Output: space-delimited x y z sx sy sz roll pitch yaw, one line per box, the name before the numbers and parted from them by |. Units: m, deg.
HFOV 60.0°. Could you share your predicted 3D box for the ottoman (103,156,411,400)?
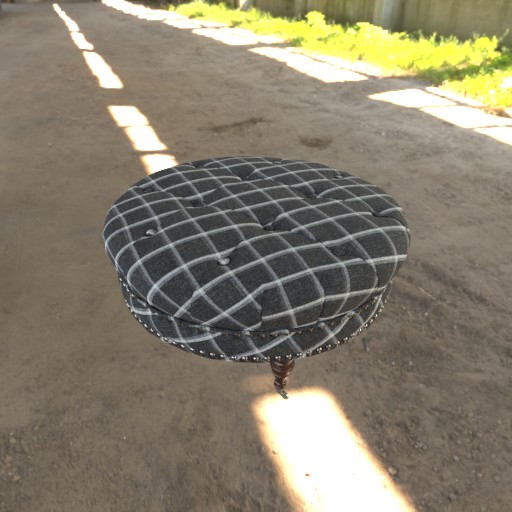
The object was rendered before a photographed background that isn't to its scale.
ottoman | 0.000 0.000 1.425 0.901 0.439 0.901 0 32 0
